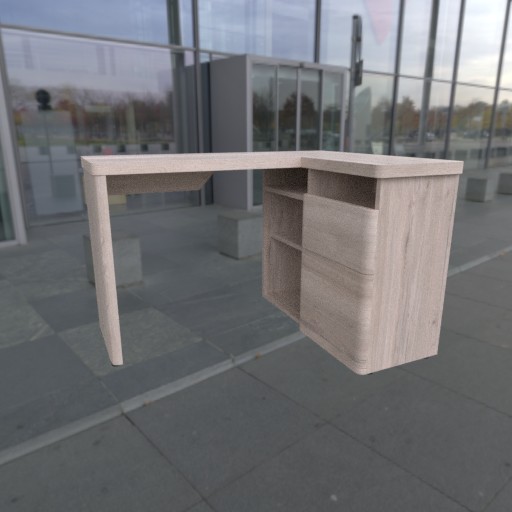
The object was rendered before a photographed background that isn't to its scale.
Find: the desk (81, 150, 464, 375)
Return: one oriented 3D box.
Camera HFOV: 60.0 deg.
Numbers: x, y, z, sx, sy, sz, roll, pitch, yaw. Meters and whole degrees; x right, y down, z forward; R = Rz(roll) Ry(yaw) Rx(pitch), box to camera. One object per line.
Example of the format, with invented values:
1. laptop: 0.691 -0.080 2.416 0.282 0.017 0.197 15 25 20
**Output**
1. desk: 0.000 0.000 1.767 1.169 0.760 0.900 -7 18 -24
